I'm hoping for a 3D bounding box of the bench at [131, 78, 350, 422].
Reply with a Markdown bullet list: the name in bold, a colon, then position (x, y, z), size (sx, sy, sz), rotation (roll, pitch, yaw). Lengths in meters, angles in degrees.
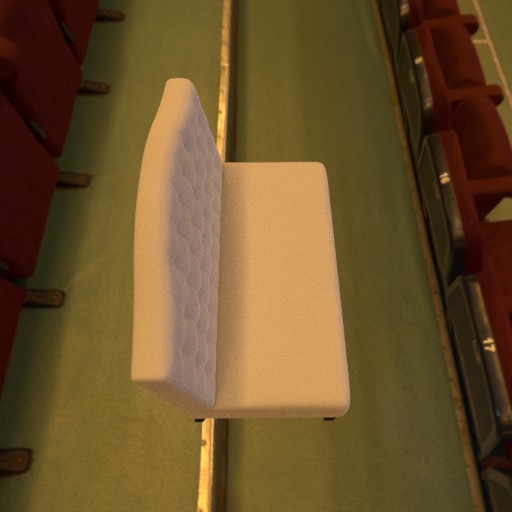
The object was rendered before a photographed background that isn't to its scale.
- **bench**: position (0.000, 0.000, 2.050), size (0.815, 1.180, 1.335), rotation (-1, 62, 0)
